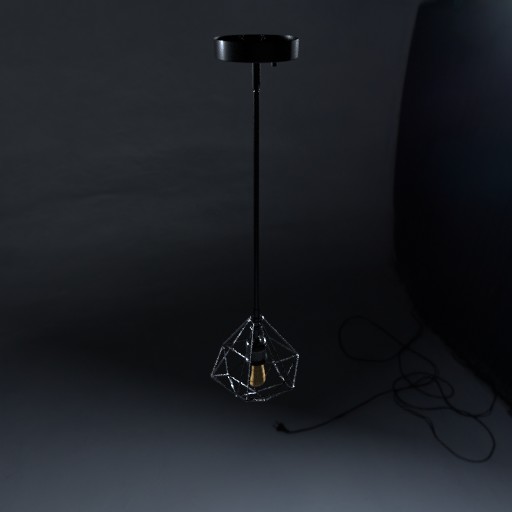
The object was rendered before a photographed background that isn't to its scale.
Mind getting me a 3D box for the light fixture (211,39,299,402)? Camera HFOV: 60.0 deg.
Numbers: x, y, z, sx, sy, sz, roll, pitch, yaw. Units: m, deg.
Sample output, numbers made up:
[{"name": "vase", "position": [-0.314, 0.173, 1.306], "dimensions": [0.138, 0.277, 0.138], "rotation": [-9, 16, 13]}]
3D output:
[{"name": "light fixture", "position": [0.000, 0.000, 1.993], "dimensions": [0.487, 1.764, 0.431], "rotation": [-10, 33, -16]}]
